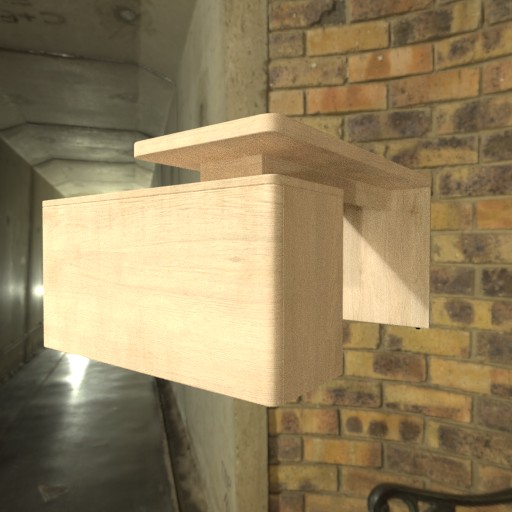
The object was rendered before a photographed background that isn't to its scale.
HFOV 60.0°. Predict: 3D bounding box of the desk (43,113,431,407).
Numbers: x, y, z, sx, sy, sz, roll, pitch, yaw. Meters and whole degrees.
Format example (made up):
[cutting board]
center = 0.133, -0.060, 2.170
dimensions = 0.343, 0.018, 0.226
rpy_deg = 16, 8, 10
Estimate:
[desk]
center = 0.000, 0.000, 2.032
dimensions = 1.175, 0.770, 1.400
rpy_deg = 1, 2, 37
